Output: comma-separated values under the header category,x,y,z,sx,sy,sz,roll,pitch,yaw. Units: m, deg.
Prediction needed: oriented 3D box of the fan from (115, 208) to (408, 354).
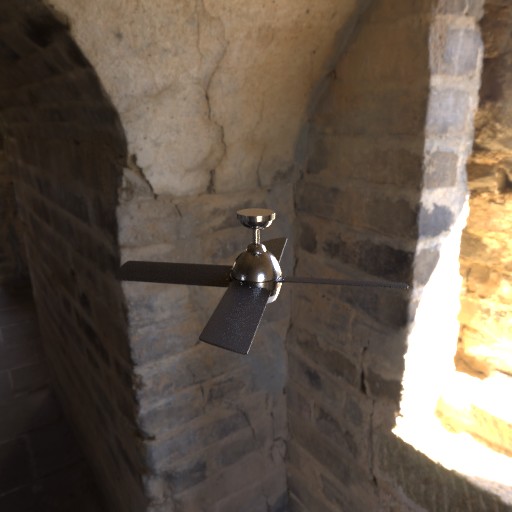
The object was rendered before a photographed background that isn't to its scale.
category,x,y,z,sx,sy,sz,roll,pitch,yaw
fan,0.000,0.000,2.004,1.332,0.403,1.332,3,17,9
